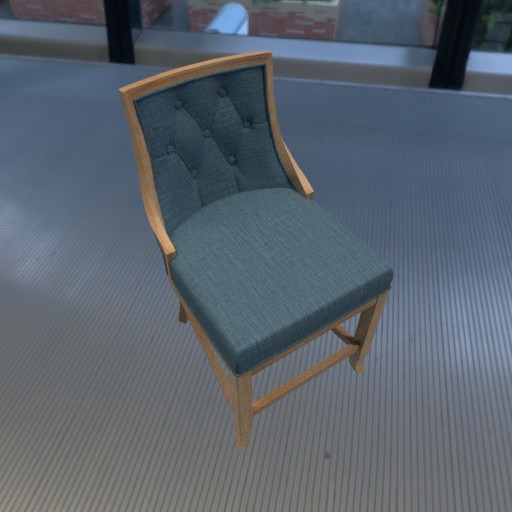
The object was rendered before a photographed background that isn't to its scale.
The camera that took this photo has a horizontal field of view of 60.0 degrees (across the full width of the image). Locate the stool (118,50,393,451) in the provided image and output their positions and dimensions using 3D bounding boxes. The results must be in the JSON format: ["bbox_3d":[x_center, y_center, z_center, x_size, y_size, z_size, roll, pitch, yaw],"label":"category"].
[{"bbox_3d":[0.000,0.000,1.335,0.524,0.938,0.626,-25,51,-22],"label":"stool"}]
